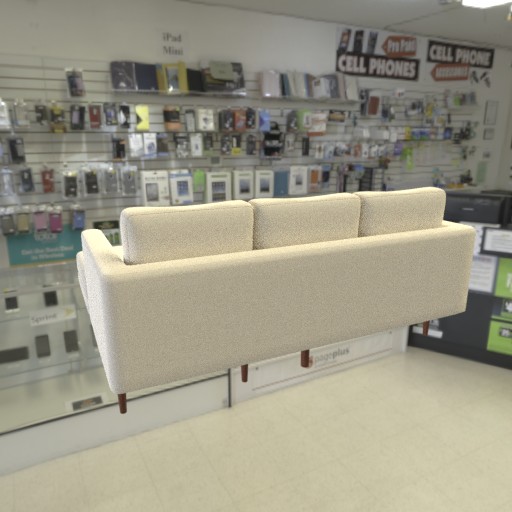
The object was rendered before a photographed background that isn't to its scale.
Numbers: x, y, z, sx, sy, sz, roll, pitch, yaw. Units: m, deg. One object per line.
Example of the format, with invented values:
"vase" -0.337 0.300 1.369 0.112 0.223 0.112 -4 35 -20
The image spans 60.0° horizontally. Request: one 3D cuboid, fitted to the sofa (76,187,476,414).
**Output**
"sofa" 0.000 0.000 2.803 2.029 0.899 1.580 -7 17 -25
